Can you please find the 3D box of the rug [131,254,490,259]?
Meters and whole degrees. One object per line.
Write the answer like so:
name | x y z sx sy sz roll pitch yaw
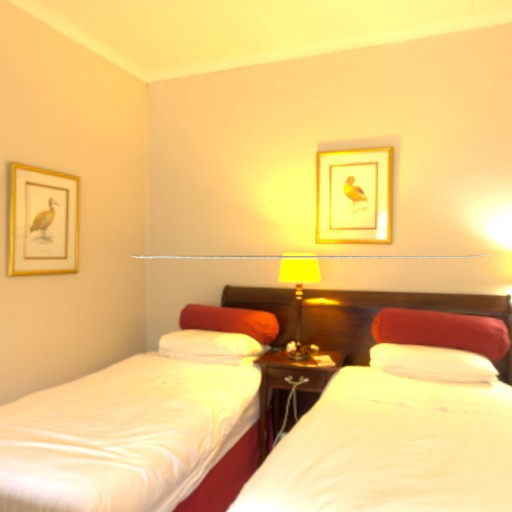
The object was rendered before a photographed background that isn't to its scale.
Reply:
rug | 0.000 0.000 2.282 1.209 0.019 1.828 0 0 -17
